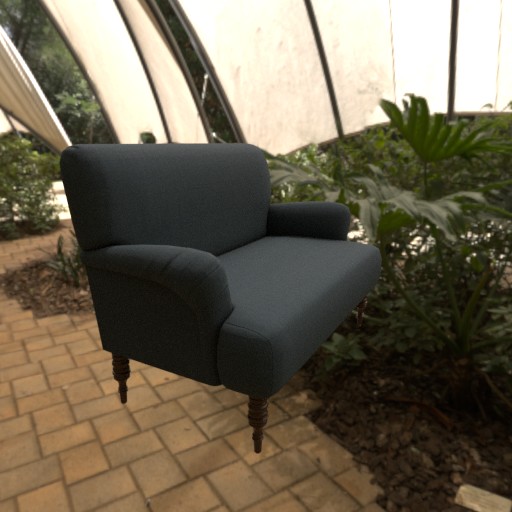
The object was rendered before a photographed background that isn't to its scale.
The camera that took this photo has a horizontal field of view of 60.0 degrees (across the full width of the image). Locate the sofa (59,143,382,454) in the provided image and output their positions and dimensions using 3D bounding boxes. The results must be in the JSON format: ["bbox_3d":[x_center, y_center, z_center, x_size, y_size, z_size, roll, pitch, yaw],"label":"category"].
[{"bbox_3d":[0.000,0.000,1.808,0.779,0.889,1.297,8,16,28],"label":"sofa"}]
